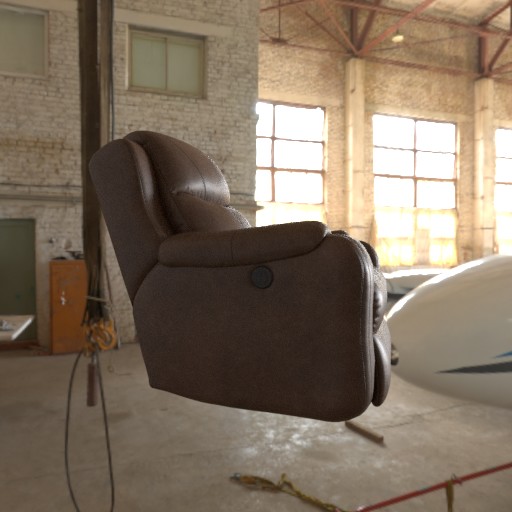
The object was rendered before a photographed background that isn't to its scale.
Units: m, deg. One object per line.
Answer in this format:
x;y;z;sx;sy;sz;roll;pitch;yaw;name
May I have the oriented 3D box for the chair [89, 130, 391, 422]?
0.000;0.000;1.824;1.067;0.990;0.940;0;1;17;chair
